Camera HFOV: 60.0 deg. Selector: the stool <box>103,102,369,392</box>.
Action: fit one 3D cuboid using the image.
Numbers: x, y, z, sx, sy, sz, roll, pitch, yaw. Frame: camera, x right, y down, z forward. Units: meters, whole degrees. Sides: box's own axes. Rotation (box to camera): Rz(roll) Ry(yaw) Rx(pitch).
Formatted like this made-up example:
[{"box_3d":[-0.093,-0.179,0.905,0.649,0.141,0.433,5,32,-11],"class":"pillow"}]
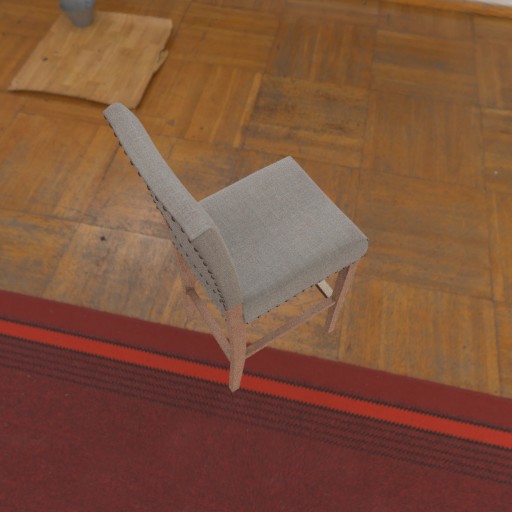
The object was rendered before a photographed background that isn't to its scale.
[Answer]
[{"box_3d":[0.000,0.000,1.507,0.585,1.203,0.445,-29,63,-17],"class":"stool"}]
